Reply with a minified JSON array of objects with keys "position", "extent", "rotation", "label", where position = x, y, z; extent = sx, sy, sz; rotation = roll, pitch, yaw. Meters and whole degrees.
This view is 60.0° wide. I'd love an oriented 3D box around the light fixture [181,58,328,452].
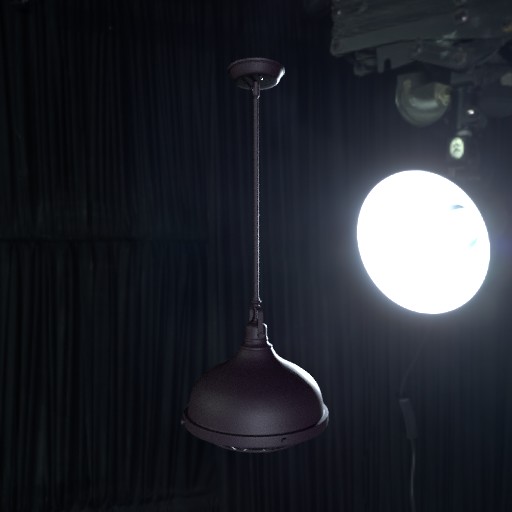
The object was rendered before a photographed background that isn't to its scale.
[{"position":[0.000,0.000,1.013],"extent":[0.341,0.849,0.341],"rotation":[0,0,-19],"label":"light fixture"}]
